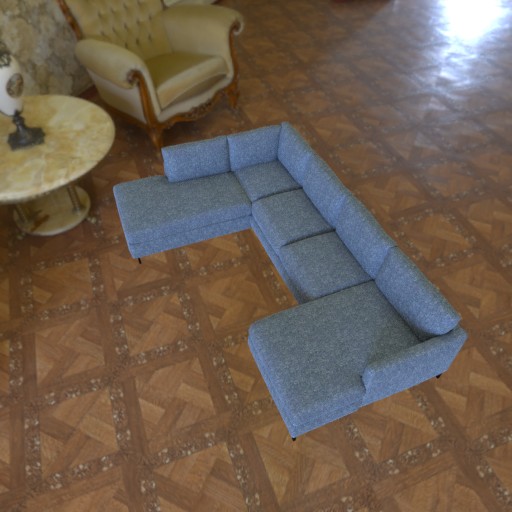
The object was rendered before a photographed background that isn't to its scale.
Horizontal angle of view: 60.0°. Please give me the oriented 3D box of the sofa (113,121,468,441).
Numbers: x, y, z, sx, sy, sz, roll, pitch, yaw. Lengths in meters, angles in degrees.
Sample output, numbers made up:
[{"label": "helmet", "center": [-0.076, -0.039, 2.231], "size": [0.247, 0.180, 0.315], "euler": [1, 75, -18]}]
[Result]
[{"label": "sofa", "center": [0.000, 0.000, 3.592], "size": [1.879, 0.756, 2.737], "euler": [-16, 48, -15]}]
